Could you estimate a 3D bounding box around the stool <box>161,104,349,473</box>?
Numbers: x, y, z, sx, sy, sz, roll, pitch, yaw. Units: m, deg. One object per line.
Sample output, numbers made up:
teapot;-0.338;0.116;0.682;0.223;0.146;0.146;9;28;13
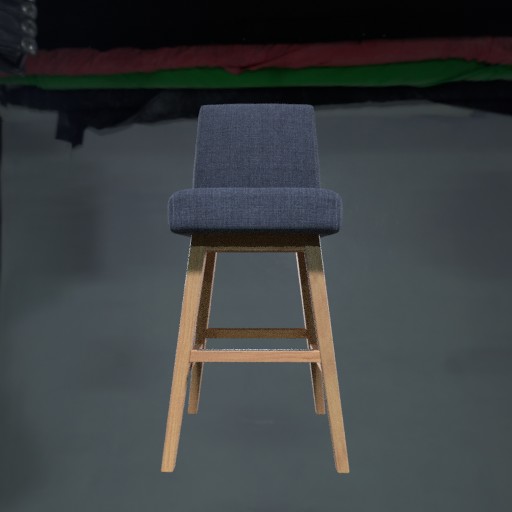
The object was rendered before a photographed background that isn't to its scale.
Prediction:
stool;0.000;0.000;1.380;0.483;1.112;0.570;0;0;1
